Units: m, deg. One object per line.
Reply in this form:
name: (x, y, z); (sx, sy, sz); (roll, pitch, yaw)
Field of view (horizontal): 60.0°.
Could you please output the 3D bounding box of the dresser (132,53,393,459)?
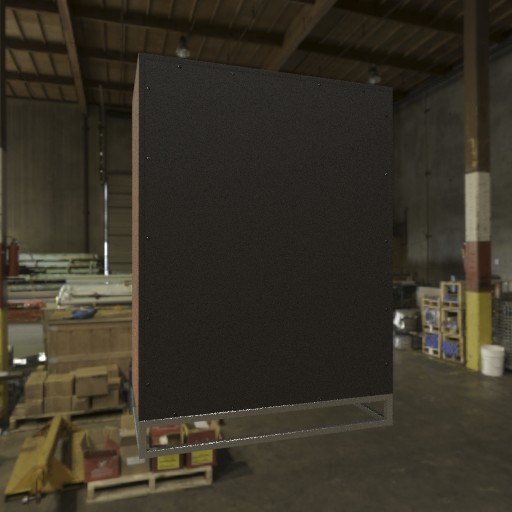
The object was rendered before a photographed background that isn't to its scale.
dresser: (0.000, 0.000, 1.827); (0.965, 1.321, 0.508); (0, 0, -18)
